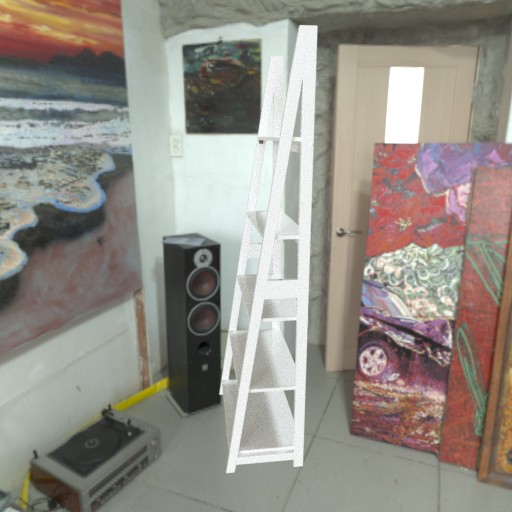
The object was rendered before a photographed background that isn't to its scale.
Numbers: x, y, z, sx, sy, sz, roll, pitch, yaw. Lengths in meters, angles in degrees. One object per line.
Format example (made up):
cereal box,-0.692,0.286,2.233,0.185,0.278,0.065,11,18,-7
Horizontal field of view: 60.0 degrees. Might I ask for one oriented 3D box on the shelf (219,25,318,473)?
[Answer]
shelf,0.000,0.000,2.019,0.341,1.779,0.636,-2,15,-7
